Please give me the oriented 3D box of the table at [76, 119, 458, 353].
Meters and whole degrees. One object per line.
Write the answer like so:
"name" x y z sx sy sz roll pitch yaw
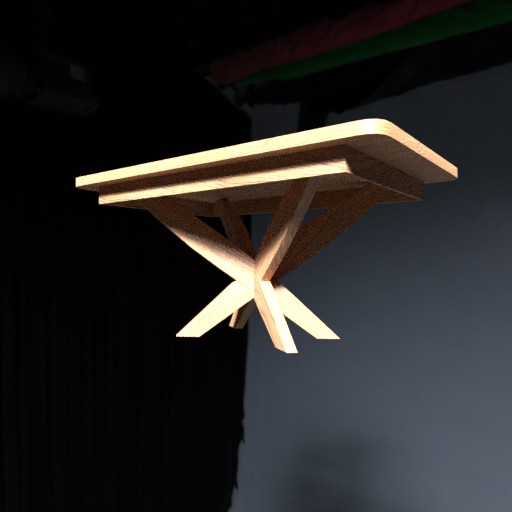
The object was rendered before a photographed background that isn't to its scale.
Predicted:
"table" 0.000 0.000 2.100 1.600 0.770 0.950 0 -1 37
